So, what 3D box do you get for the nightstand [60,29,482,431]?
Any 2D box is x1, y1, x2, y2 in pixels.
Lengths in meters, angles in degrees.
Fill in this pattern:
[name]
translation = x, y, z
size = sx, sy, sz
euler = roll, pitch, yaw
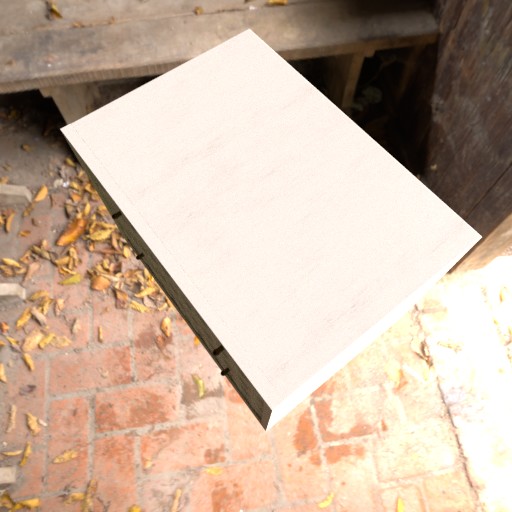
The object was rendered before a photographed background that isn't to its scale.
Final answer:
[nightstand]
translation = 0.000, 0.000, 1.029
size = 0.447, 0.604, 0.614
euler = -35, 70, -15
